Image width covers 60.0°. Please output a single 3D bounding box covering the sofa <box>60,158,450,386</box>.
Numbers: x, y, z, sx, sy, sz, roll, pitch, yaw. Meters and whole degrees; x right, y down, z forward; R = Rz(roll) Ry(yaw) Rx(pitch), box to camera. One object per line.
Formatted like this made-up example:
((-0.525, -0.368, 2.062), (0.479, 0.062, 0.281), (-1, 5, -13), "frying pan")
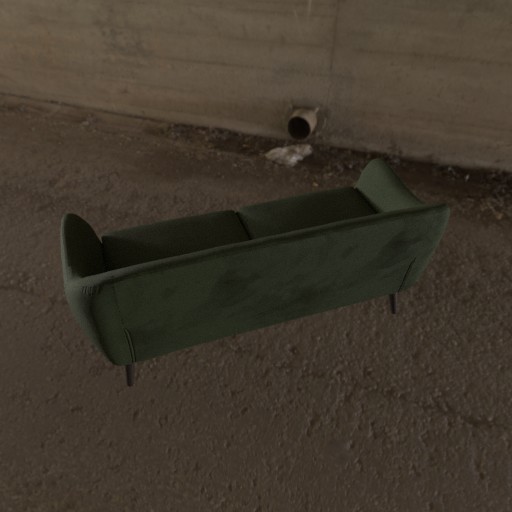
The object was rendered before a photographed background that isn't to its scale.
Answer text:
((0.000, 0.000, 2.300), (1.840, 0.836, 0.820), (-12, 43, -14), "sofa")
